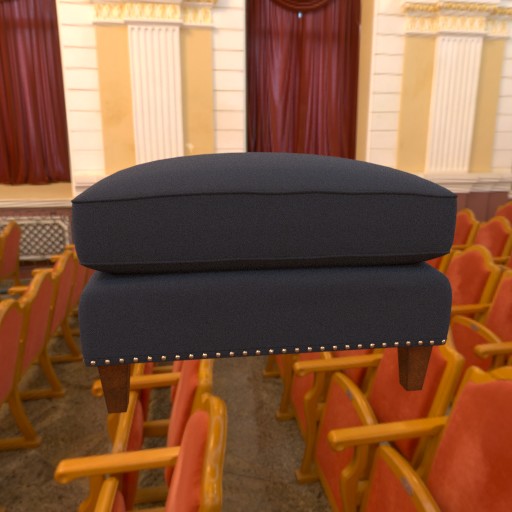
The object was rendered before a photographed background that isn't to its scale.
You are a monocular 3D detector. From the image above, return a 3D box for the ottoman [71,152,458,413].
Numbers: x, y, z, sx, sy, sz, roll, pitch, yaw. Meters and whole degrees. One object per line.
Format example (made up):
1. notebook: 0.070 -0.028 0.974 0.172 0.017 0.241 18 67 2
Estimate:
1. ottoman: 0.000 0.000 1.124 0.741 0.513 0.584 -2 13 -8
